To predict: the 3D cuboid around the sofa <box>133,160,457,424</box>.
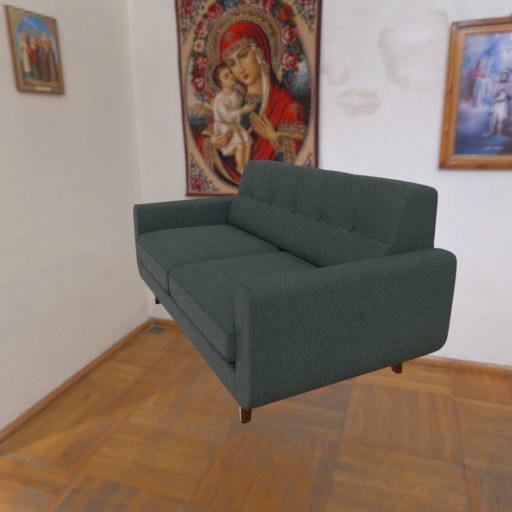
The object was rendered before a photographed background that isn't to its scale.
[{"bbox_3d":[0.000,0.000,2.212,0.909,0.841,1.631,-8,19,-26],"label":"sofa"}]
